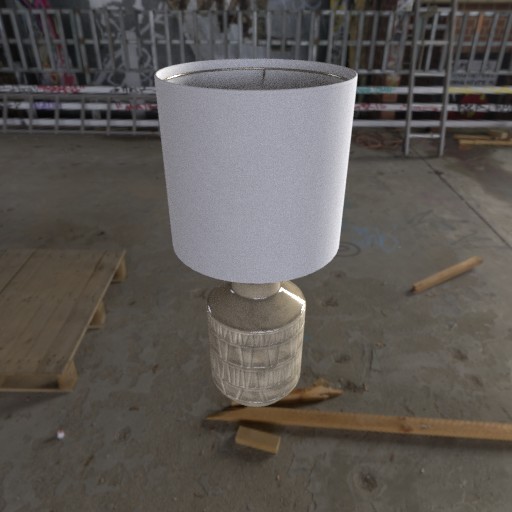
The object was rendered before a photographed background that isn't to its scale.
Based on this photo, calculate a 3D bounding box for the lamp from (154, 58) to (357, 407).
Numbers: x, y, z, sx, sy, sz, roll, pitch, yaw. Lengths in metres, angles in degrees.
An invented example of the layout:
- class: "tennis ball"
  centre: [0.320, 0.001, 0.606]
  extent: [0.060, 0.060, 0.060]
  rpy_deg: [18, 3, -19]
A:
- class: "lamp"
  centre: [0.000, 0.000, 0.585]
  extent: [0.211, 0.455, 0.211]
  rpy_deg: [11, 32, 17]
